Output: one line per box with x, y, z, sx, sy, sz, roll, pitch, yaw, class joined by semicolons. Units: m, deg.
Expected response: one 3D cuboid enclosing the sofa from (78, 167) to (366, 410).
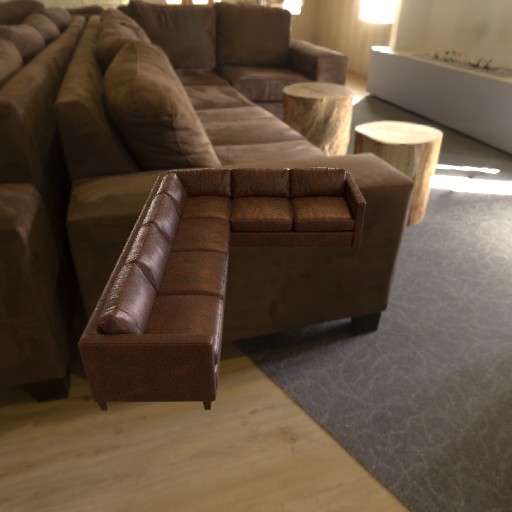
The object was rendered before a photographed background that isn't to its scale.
0.000;0.000;4.448;2.438;0.836;3.152;0;32;0;sofa
